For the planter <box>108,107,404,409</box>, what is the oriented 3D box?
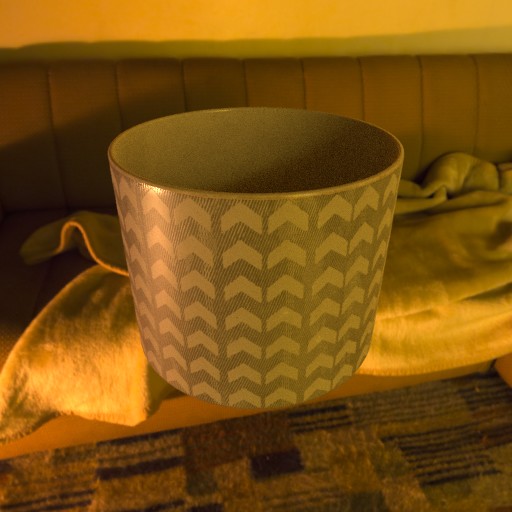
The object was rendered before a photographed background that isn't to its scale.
[{"bbox_3d":[0.000,0.000,0.449,0.250,0.239,0.250,0,31,0],"label":"planter"}]
